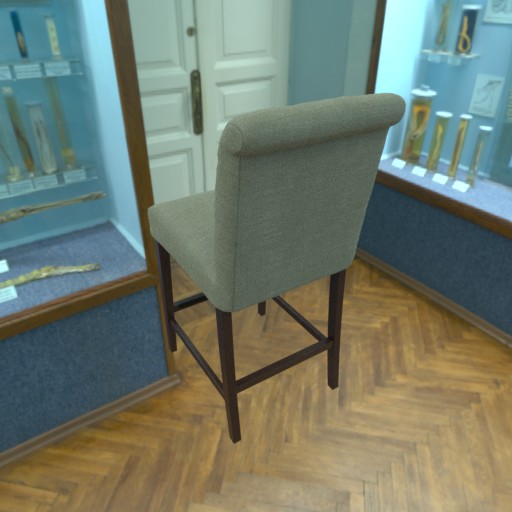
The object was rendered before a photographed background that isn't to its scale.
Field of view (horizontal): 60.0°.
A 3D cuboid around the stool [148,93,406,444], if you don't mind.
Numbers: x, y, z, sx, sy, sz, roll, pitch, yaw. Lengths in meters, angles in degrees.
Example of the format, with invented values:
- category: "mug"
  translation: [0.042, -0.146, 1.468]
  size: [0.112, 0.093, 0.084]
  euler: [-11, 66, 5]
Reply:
- category: "stool"
  translation: [0.000, 0.000, 1.452]
  size: [0.486, 1.084, 0.660]
  euler: [-18, 36, -27]
